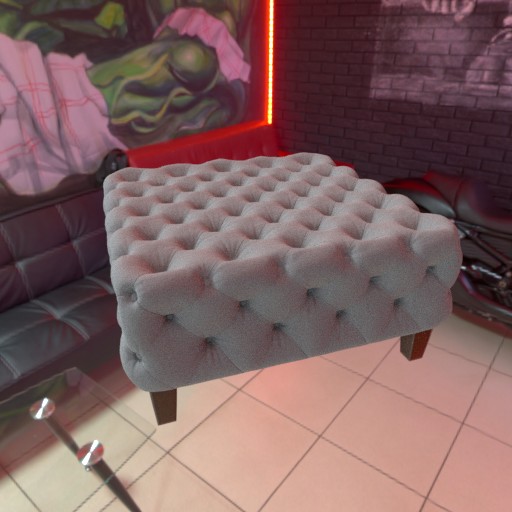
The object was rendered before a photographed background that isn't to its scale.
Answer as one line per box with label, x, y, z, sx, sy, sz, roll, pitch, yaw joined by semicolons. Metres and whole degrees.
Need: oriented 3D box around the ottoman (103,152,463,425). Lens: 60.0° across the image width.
ottoman;0.000;0.000;1.452;0.911;0.439;0.917;-9;28;-17
